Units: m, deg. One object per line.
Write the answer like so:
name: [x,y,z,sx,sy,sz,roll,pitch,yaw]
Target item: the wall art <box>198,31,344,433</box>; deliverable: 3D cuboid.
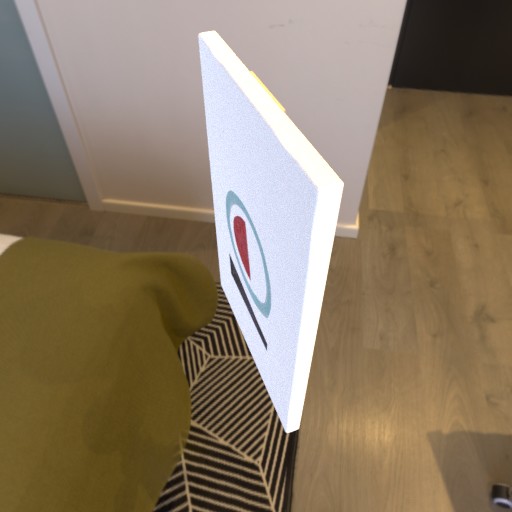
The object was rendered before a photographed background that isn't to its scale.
wall art: [0.000,0.000,1.150,0.048,0.902,0.602,-16,49,-14]
